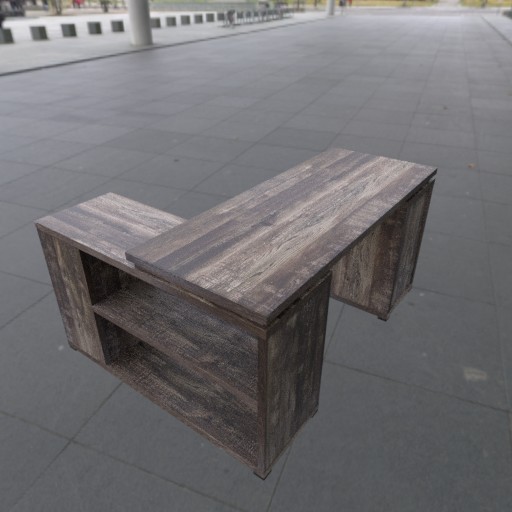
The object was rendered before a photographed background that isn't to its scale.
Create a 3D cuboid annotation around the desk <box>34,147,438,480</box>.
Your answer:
[{"bbox_3d":[0.000,0.000,2.251,1.200,0.753,1.524,21,36,31],"label":"desk"}]
